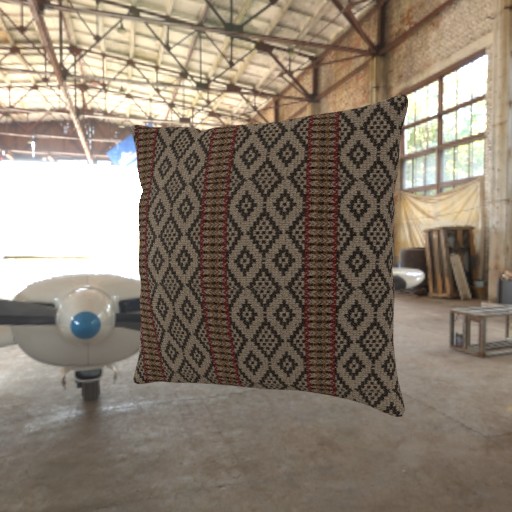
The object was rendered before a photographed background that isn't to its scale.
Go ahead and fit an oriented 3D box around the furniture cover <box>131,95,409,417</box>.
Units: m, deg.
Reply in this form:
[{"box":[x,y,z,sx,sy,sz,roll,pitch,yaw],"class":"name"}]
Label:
[{"box":[0.000,0.000,0.781,0.503,0.506,0.182,1,2,19],"class":"furniture cover"}]
